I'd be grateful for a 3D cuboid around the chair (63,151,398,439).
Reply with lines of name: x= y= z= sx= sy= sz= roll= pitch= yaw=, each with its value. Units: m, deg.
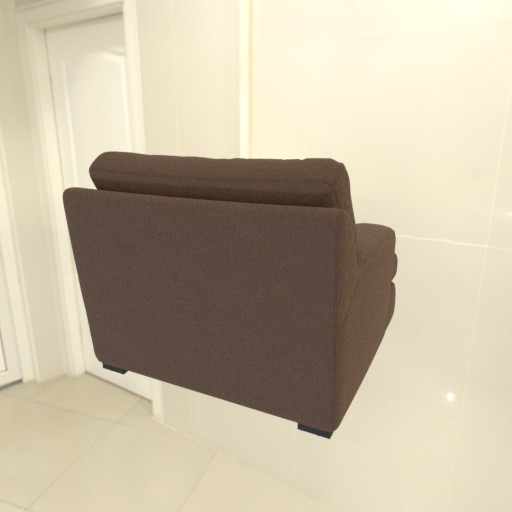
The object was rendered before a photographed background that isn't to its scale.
chair: x=0.000 y=0.000 z=2.013 sx=1.168 sy=0.940 sz=1.143 roll=8 pitch=18 yaw=25
